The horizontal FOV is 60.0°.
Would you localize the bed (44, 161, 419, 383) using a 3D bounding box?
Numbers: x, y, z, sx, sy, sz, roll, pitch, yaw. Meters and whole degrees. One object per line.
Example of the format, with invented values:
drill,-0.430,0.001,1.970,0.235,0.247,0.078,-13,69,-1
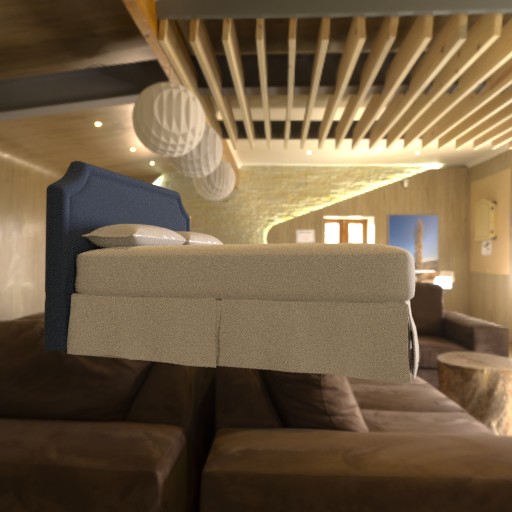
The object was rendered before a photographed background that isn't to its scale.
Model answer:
bed,0.000,0.000,3.326,2.260,1.297,1.831,0,-1,18
